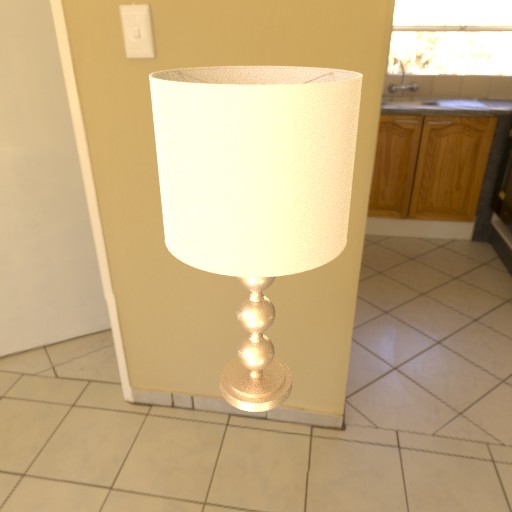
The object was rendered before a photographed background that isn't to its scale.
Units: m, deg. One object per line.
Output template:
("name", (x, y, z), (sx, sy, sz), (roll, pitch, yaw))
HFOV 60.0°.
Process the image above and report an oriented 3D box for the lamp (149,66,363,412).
("lamp", (0.000, 0.000, 0.703), (0.277, 0.538, 0.277), (0, 27, 0))
